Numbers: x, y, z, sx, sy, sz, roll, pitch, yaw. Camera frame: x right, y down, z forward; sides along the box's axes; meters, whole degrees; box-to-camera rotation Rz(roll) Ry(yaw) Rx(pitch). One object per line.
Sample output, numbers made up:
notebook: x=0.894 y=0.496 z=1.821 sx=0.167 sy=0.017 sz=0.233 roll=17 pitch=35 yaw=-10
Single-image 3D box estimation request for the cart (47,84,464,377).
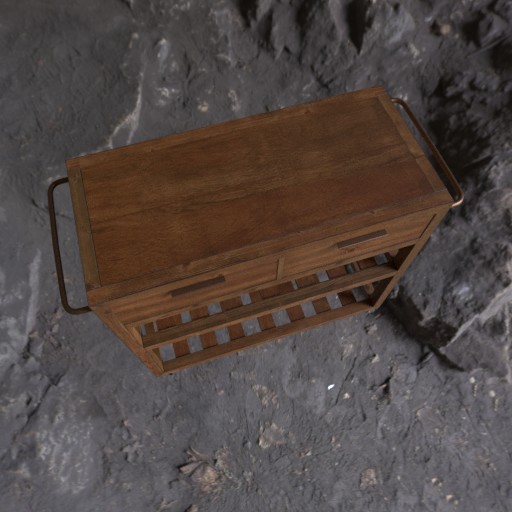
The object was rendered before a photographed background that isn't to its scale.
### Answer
cart: x=0.000 y=0.000 z=1.505 sx=1.065 sy=0.830 sz=0.445 roll=-16 pitch=64 yaw=-8
